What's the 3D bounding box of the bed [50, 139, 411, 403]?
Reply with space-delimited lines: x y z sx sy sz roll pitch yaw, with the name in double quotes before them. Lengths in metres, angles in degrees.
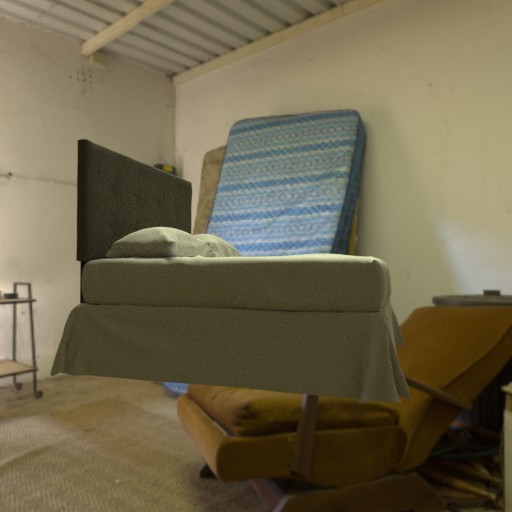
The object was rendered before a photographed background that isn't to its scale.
"bed" 0.000 0.000 3.458 2.222 1.577 1.936 0 -1 18
